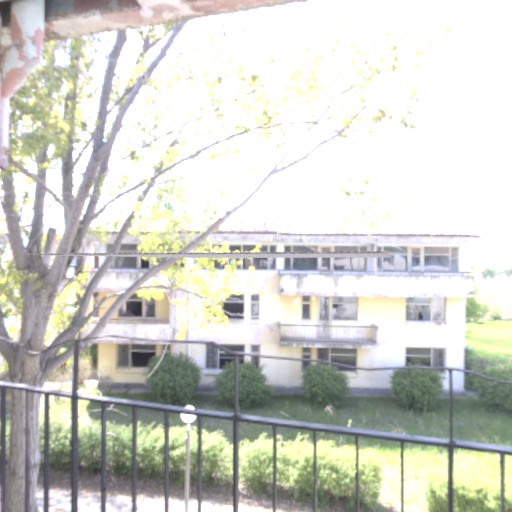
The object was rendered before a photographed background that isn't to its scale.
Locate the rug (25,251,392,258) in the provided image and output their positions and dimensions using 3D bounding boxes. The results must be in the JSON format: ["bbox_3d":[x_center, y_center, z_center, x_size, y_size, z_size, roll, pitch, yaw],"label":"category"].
[{"bbox_3d":[0.000,0.000,4.126,2.444,0.013,3.043,0,-1,18],"label":"rug"}]
